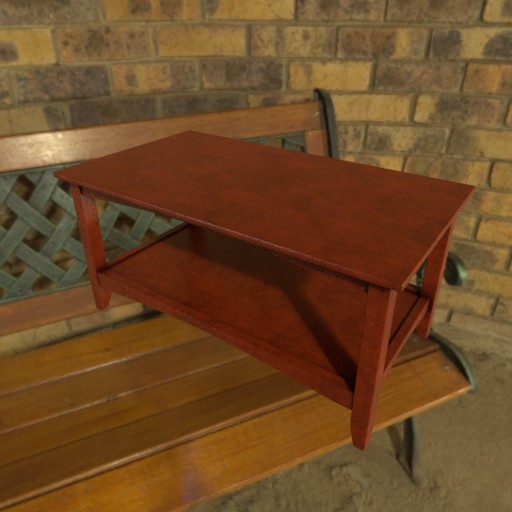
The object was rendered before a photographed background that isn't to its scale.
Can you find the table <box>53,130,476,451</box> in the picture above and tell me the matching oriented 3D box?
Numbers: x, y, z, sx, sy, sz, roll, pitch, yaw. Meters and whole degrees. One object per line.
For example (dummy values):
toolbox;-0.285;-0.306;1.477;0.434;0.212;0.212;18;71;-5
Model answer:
table;0.000;0.000;1.242;0.943;0.456;0.533;19;35;30
